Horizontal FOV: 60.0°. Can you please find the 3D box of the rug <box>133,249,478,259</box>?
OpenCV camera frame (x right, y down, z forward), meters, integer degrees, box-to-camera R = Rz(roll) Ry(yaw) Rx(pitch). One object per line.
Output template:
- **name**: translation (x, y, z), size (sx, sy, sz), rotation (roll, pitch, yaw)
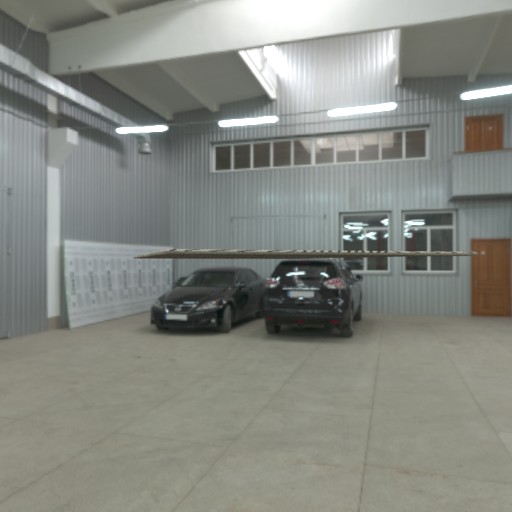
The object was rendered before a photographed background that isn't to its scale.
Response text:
- **rug**: translation (0.000, 0.000, 3.096), size (1.539, 0.023, 2.406), rotation (0, -1, -18)
